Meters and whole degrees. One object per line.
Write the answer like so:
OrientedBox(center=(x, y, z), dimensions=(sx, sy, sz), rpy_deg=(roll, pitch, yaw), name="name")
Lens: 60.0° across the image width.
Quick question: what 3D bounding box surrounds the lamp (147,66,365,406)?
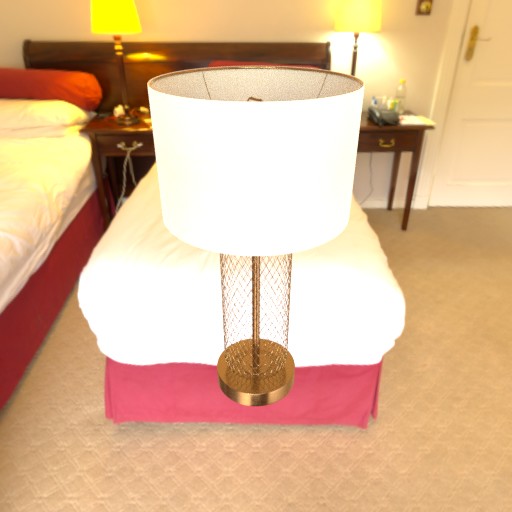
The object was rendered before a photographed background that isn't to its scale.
OrientedBox(center=(0.000, 0.000, 0.647), dimensions=(0.252, 0.483, 0.252), rpy_deg=(-21, 37, -32), name="lamp")
